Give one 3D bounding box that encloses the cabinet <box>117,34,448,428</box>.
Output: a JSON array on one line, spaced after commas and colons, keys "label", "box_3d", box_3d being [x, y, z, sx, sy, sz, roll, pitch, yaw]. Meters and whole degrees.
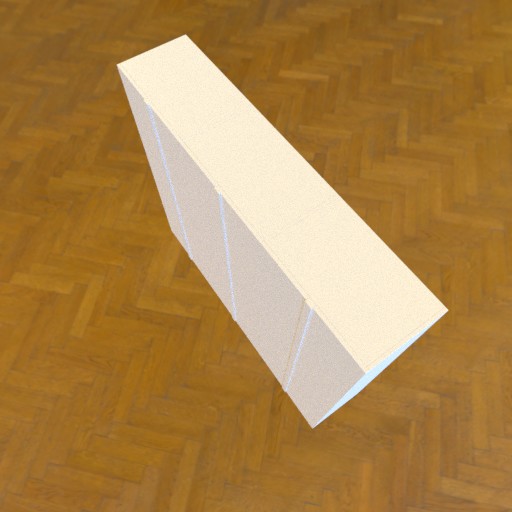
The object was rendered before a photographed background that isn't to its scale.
[{"label": "cabinet", "box_3d": [0.000, 0.000, 3.820, 0.590, 2.370, 2.700, -32, 67, -15]}]
